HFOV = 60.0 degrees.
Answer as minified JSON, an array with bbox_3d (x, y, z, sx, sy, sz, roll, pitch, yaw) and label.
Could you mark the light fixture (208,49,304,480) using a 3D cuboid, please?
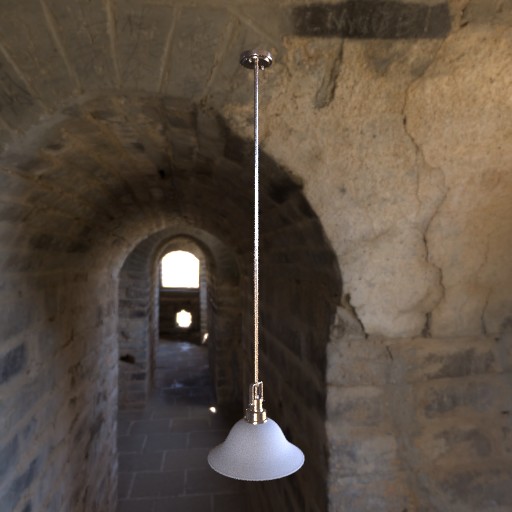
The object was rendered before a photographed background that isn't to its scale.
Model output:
[{"bbox_3d":[0.000,0.000,1.500,0.324,1.354,0.324,0,-1,36],"label":"light fixture"}]
